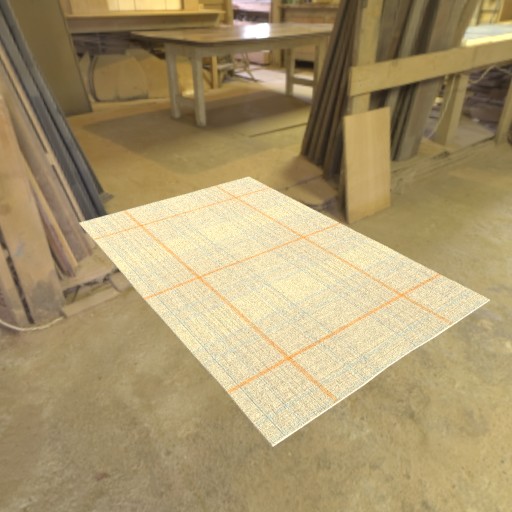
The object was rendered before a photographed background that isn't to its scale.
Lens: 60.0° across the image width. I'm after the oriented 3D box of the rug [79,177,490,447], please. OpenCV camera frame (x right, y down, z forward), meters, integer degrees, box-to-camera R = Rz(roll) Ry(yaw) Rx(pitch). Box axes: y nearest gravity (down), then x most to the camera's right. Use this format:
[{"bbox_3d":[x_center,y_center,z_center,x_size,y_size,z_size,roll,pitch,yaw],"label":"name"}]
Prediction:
[{"bbox_3d":[0.000,0.000,2.274,1.232,0.015,1.825,-21,37,-30],"label":"rug"}]
